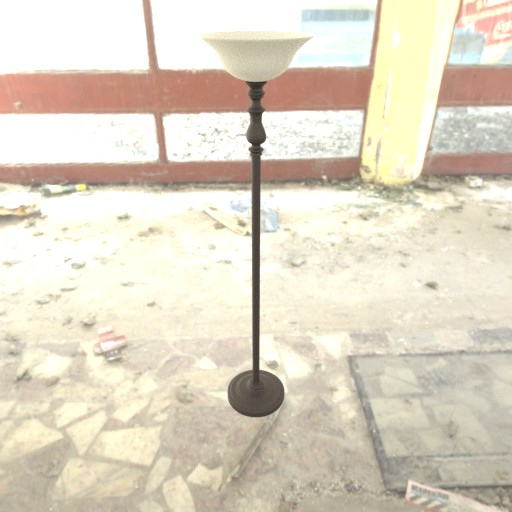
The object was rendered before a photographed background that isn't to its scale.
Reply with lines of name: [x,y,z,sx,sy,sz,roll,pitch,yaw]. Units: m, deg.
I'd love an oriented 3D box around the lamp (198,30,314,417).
lamp: [0.000,0.000,2.004,0.405,1.797,0.405,9,32,15]
